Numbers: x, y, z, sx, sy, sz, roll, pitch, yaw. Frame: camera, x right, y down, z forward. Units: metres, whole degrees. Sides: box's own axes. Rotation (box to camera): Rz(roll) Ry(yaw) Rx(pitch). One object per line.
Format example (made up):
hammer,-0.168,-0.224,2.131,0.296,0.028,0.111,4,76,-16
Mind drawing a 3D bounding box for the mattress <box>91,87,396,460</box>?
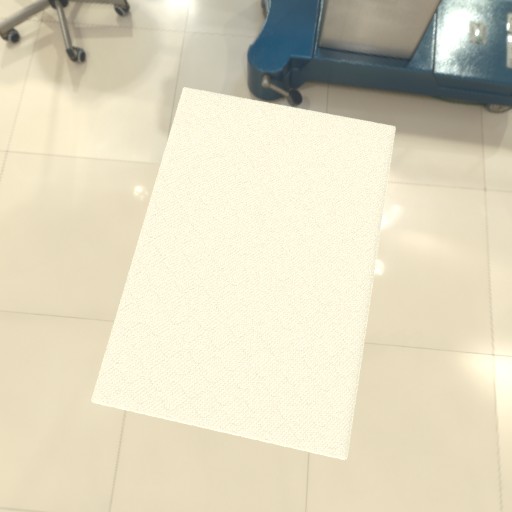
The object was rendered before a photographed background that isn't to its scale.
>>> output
mattress,0.000,0.000,2.659,1.400,0.200,2.000,12,75,3
